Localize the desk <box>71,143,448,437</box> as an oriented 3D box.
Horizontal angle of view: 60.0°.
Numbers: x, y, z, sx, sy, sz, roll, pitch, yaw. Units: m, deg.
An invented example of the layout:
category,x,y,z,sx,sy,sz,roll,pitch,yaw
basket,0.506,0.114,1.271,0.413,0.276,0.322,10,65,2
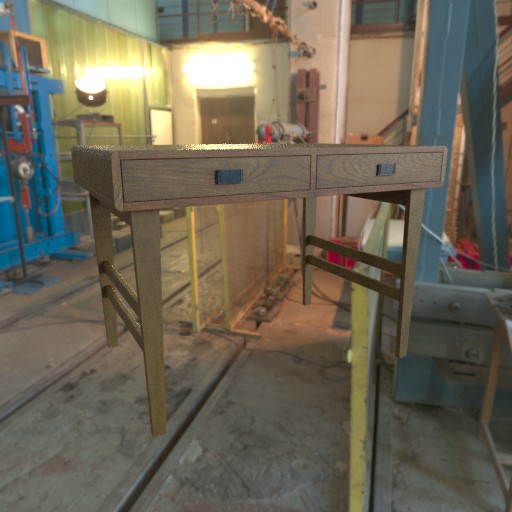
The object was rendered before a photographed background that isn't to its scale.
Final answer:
category,x,y,z,sx,sy,sz,roll,pitch,yaw
desk,0.000,0.000,1.563,1.066,0.754,0.660,-8,17,-28
